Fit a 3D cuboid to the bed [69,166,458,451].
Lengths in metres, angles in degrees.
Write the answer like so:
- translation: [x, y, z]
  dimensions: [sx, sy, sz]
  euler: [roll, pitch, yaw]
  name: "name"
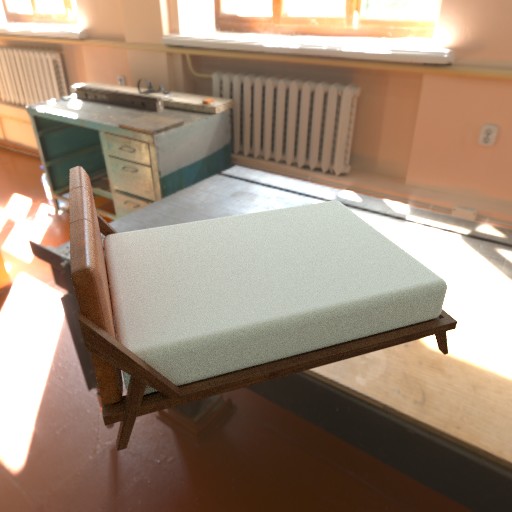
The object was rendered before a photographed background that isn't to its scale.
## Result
- translation: [0.000, 0.000, 3.184]
  dimensions: [2.311, 1.168, 1.651]
  euler: [-10, 32, -17]
  name: "bed"
